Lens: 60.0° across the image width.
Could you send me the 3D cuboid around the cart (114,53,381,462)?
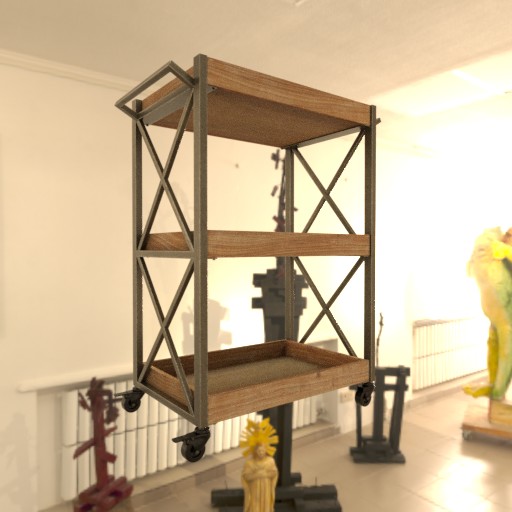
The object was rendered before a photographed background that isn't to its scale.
[{"bbox_3d":[0.000,0.000,1.221,0.673,0.835,0.377,-1,1,-37],"label":"cart"}]
